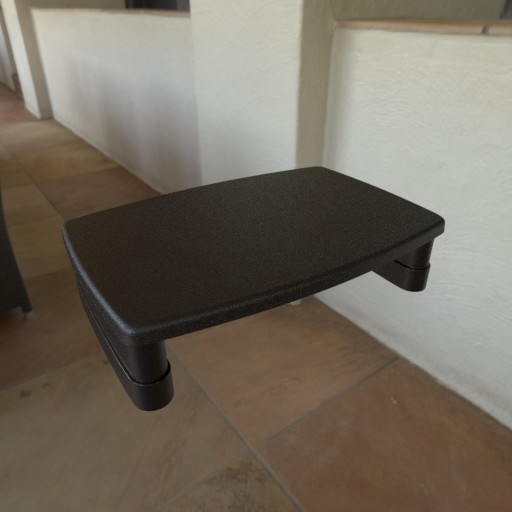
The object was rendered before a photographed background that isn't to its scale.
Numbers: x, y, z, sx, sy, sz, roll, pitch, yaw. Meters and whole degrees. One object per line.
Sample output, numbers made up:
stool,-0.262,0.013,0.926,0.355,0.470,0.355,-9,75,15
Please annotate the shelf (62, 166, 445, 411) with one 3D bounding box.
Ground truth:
shelf,0.000,0.000,0.547,0.410,0.100,0.280,-17,34,-28
